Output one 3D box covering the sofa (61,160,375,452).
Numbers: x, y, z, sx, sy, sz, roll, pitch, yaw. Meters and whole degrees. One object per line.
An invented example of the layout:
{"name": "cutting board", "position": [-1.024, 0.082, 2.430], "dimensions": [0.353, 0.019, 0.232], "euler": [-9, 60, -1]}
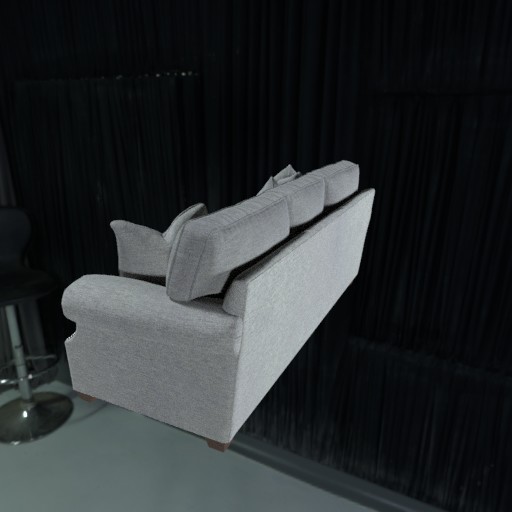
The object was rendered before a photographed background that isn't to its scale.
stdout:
{"name": "sofa", "position": [0.000, 0.000, 2.720], "dimensions": [0.965, 0.975, 2.312], "euler": [9, 20, 24]}
